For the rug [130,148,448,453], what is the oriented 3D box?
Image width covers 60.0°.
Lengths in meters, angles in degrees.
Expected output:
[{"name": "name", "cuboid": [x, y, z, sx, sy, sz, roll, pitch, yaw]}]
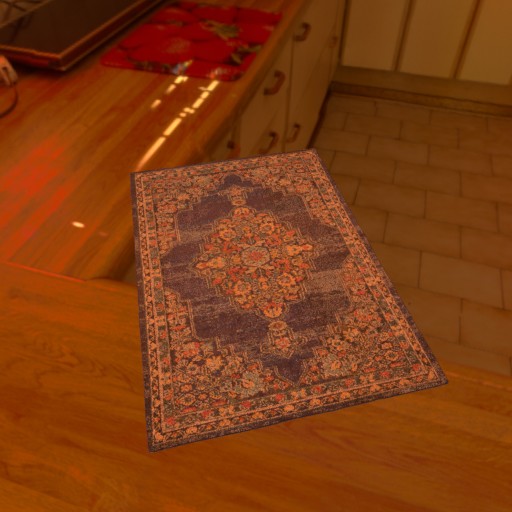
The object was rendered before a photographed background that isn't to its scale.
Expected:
[{"name": "rug", "cuboid": [0.000, 0.000, 3.853, 2.053, 0.011, 2.940, -10, 48, -9]}]
